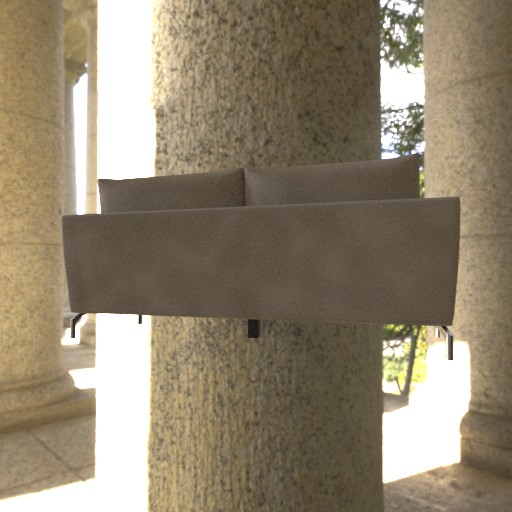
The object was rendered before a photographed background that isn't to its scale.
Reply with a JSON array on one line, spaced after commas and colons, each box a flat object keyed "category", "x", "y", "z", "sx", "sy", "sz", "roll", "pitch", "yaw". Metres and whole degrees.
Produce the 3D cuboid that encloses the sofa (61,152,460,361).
[{"category": "sofa", "x": 0.000, "y": 0.000, "z": 2.725, "sx": 2.214, "sy": 1.005, "sz": 0.868, "roll": -1, "pitch": -2, "yaw": 18}]
